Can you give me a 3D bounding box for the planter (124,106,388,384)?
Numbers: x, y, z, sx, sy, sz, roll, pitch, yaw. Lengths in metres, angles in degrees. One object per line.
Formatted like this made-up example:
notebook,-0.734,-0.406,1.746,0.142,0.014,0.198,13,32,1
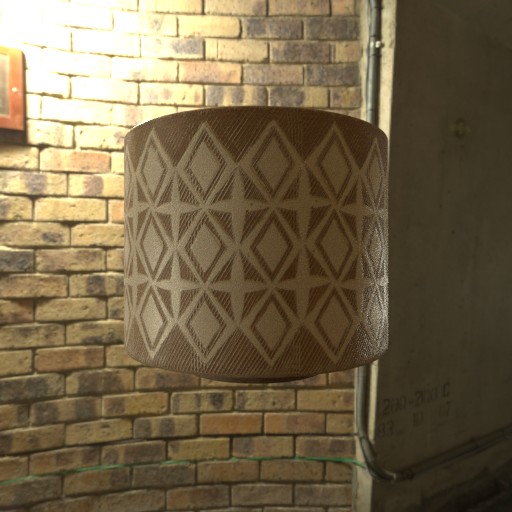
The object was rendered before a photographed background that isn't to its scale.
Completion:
planter,0.000,0.000,0.338,0.193,0.165,0.193,0,0,0
